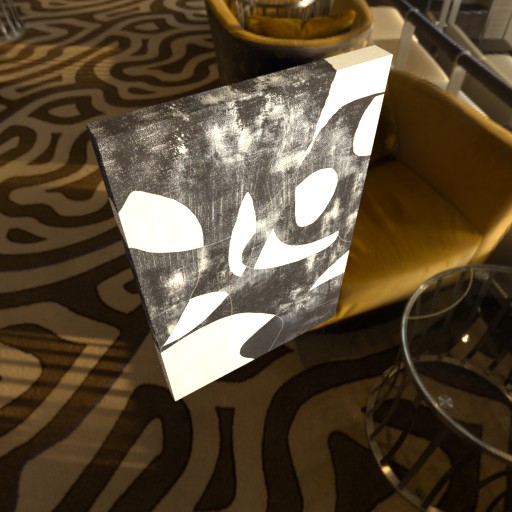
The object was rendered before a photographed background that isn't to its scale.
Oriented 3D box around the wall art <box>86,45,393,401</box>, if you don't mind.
[{"bbox_3d":[0.000,0.000,0.761,0.407,0.610,0.039,-24,51,-20],"label":"wall art"}]
